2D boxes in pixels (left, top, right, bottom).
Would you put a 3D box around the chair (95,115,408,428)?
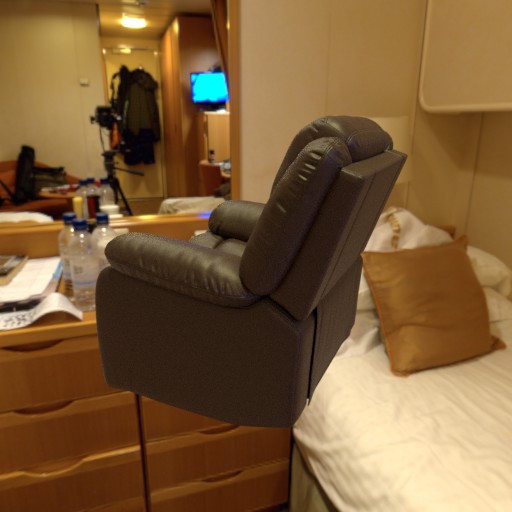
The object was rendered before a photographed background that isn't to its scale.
[{"bbox_3d":[0.000,0.000,1.673,0.934,1.009,0.899,8,19,24],"label":"chair"}]
